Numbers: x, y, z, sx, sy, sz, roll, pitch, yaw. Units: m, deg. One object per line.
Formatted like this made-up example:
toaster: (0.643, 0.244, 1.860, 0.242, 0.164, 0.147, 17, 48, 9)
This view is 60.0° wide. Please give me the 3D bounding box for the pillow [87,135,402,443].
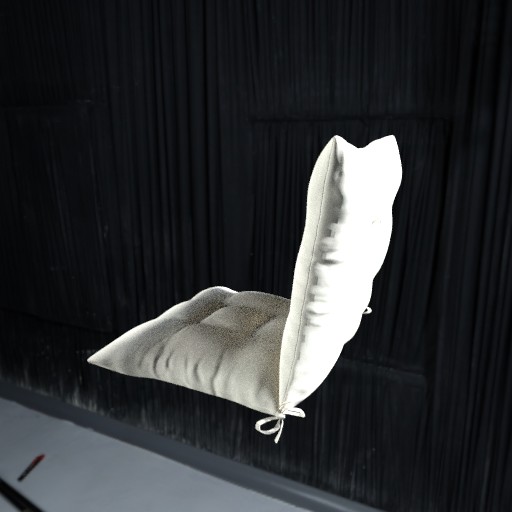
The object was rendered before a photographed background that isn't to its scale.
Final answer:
pillow: (0.000, 0.000, 1.014, 0.585, 0.536, 0.541, 7, 17, 25)
